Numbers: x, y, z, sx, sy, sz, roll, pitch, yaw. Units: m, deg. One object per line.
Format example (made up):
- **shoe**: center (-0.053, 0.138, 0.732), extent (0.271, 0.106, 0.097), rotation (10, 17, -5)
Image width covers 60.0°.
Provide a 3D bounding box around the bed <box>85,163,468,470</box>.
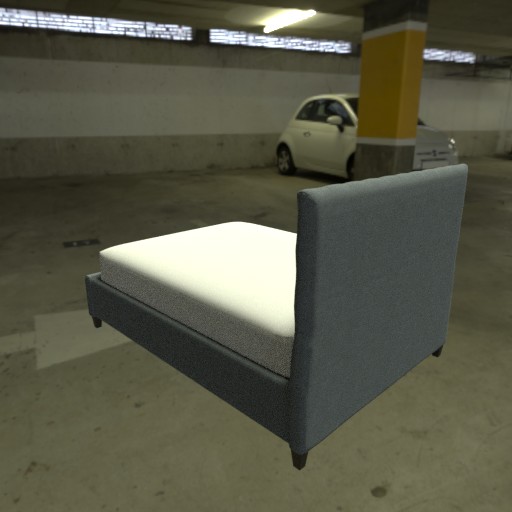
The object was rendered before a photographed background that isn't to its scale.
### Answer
- **bed**: center (0.000, 0.000, 3.344), extent (1.698, 1.411, 2.335), rotation (-16, 23, -42)
